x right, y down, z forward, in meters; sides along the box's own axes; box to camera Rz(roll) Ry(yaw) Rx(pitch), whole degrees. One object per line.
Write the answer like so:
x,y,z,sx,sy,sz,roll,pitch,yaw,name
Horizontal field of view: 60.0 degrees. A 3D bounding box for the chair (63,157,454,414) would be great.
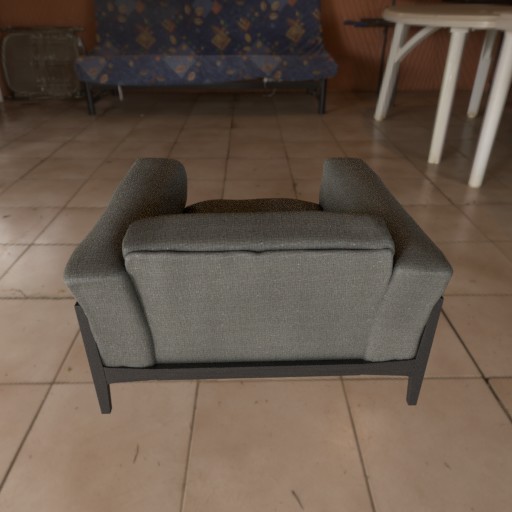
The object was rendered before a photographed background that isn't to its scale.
0.000,0.000,1.674,1.056,0.646,0.969,-1,30,-2,chair
